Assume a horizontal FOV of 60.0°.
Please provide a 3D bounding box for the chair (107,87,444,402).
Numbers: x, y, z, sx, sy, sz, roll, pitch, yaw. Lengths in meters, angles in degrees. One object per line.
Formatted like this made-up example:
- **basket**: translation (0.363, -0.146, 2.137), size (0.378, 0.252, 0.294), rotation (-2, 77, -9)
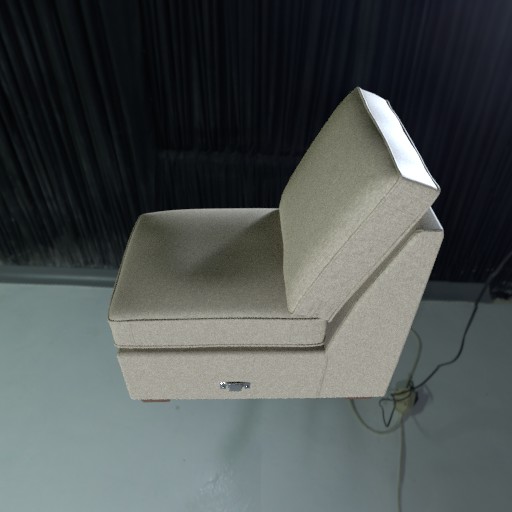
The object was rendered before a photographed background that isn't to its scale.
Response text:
- **chair**: translation (0.000, 0.000, 1.674), size (1.020, 1.058, 0.674), rotation (-1, 41, -1)
